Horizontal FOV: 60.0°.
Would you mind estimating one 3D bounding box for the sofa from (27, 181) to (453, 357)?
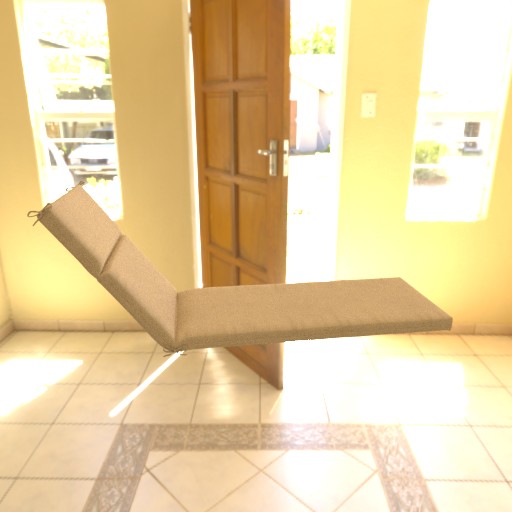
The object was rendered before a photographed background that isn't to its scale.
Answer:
[{"bbox_3d":[0.000,0.000,1.962,1.663,0.622,0.582,-3,18,-8],"label":"sofa"}]
